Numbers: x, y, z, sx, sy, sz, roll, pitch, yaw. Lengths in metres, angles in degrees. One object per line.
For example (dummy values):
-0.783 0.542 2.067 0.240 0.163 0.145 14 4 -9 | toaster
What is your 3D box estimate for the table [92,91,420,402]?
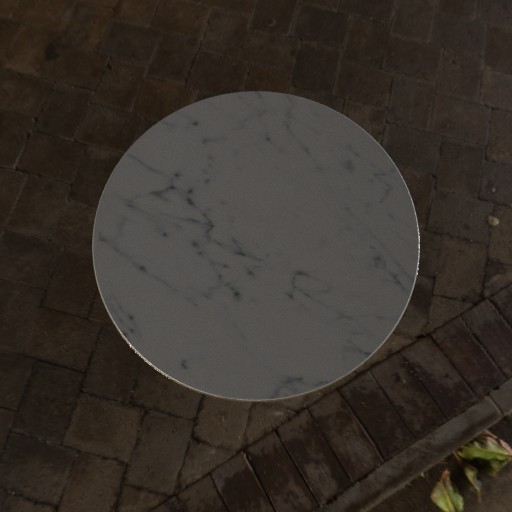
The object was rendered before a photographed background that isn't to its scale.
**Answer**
0.000 0.000 1.297 0.800 0.450 0.800 0 73 0 | table
